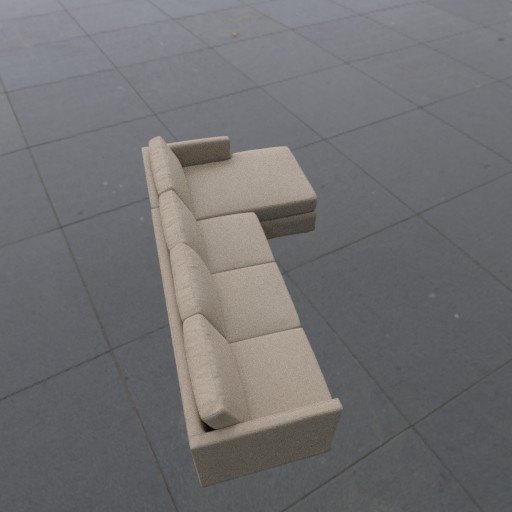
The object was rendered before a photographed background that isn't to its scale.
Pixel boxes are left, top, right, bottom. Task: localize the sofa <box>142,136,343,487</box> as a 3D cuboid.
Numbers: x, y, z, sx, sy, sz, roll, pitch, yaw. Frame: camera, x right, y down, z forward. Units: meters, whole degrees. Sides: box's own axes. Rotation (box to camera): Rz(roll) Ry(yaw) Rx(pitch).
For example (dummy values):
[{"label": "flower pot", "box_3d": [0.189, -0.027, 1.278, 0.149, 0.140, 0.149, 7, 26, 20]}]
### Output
[{"label": "sofa", "box_3d": [0.000, 0.000, 3.850, 1.622, 0.867, 3.177, -11, 47, -10]}]
